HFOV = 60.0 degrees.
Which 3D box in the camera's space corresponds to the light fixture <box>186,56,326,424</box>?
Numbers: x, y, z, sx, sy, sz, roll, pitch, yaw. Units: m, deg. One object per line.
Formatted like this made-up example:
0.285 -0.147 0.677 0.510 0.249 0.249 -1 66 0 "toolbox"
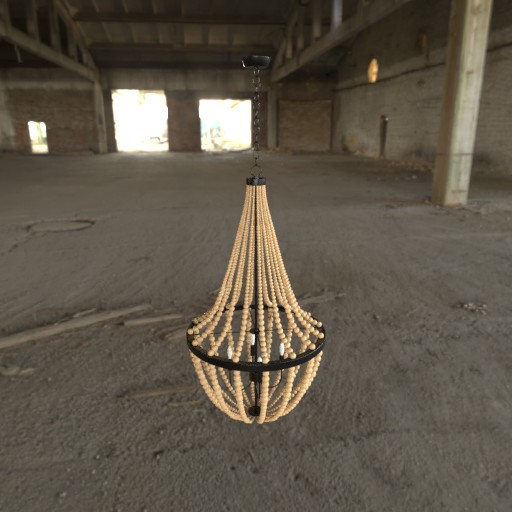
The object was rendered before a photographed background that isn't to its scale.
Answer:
0.000 0.000 1.376 0.450 1.133 0.450 0 16 0 "light fixture"
